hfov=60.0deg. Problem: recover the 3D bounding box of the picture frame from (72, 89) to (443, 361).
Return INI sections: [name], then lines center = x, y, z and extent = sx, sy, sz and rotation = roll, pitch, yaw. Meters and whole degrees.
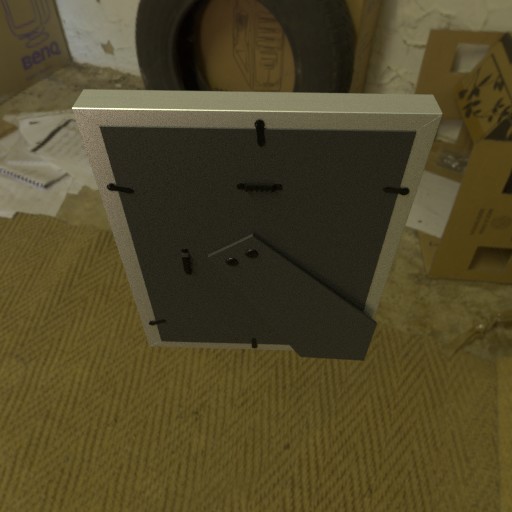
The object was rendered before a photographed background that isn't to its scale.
[picture frame]
center = 0.000, 0.000, 0.385
extent = 0.233, 0.282, 0.036
rotation = 1, 47, 1
